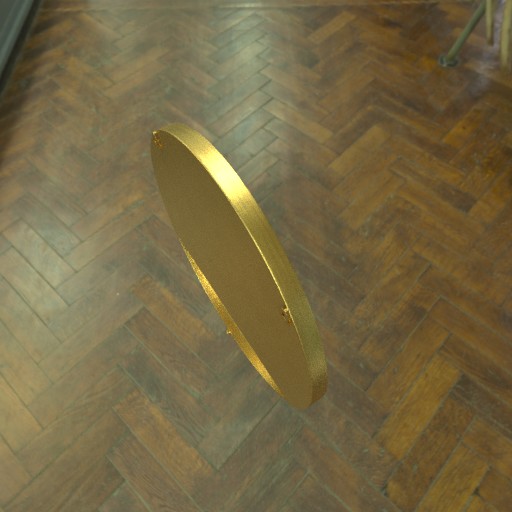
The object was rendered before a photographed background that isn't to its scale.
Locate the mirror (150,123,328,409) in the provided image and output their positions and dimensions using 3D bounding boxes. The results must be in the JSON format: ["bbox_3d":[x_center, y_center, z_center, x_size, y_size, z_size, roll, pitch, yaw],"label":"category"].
[{"bbox_3d":[0.000,0.000,0.696,0.133,0.457,0.457,-28,62,-17],"label":"mirror"}]
